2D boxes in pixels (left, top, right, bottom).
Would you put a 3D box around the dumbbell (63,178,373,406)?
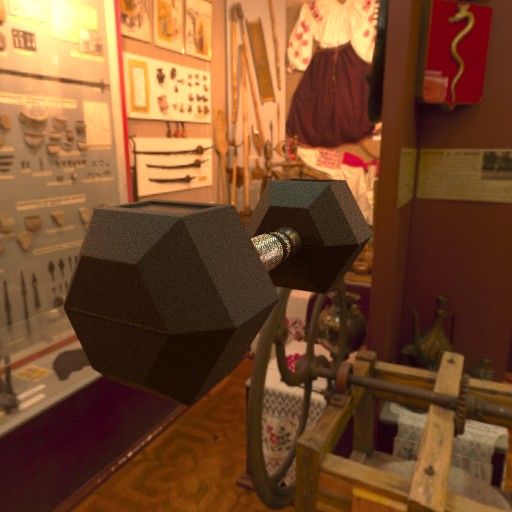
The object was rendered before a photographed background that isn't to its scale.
[{"bbox_3d":[0.000,0.000,0.414,0.141,0.123,0.356,8,16,28],"label":"dumbbell"}]
